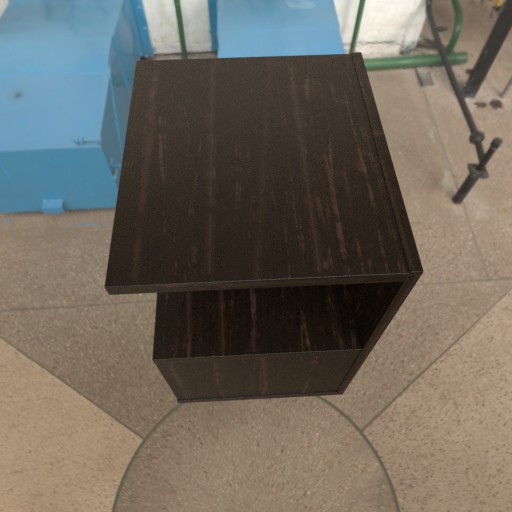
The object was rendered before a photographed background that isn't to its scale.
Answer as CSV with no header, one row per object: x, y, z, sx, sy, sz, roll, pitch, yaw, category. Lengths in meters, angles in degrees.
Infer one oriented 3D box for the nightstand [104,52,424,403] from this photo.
0.000,0.000,0.833,0.356,0.559,0.400,-3,59,-2,nightstand
